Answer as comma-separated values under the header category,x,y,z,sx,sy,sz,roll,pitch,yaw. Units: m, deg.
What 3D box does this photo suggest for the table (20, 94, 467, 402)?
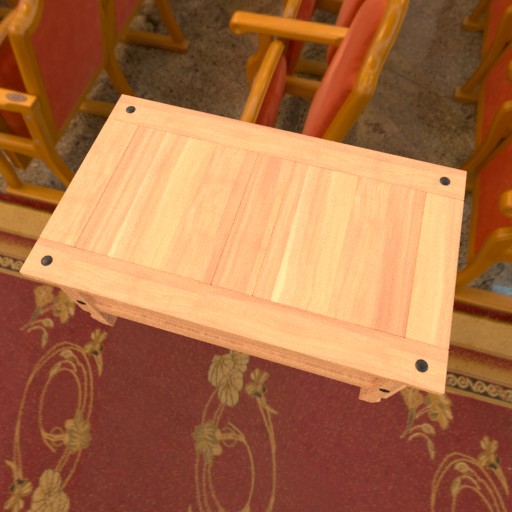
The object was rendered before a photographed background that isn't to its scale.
category,x,y,z,sx,sy,sz,roll,pitch,yaw
table,0.000,0.000,1.311,1.000,0.437,0.600,15,65,7
